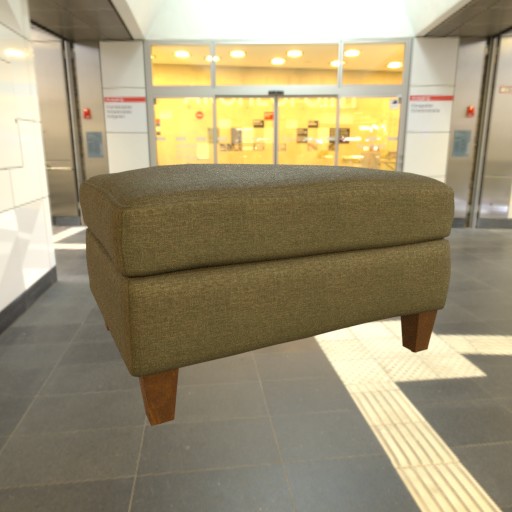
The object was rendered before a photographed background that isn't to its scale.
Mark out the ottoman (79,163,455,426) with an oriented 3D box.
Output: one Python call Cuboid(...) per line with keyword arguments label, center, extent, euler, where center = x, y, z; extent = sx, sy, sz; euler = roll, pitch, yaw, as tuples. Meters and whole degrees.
Cuboid(label="ottoman", center=(0.000, 0.000, 1.203), extent=(0.826, 0.496, 0.639), euler=(-7, 15, -26))
